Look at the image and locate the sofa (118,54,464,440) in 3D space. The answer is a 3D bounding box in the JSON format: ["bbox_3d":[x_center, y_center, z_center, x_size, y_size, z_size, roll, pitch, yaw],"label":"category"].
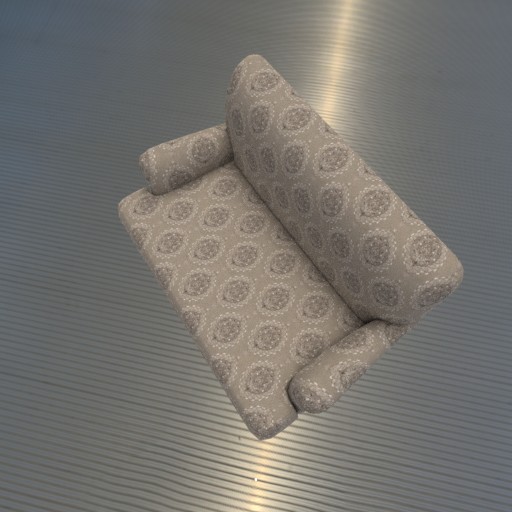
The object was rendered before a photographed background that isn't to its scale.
[{"bbox_3d":[0.000,0.000,1.837,0.779,0.889,1.297,-31,67,-14],"label":"sofa"}]
